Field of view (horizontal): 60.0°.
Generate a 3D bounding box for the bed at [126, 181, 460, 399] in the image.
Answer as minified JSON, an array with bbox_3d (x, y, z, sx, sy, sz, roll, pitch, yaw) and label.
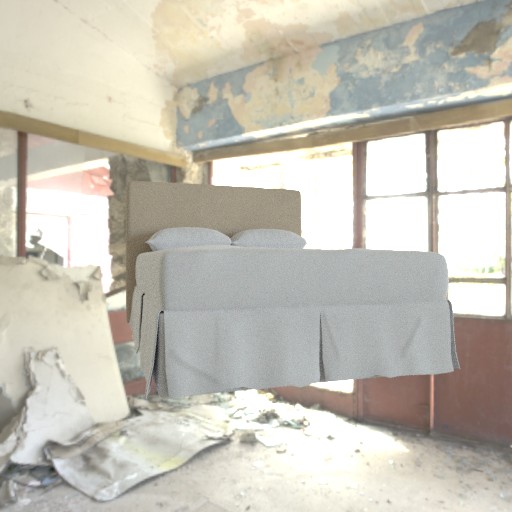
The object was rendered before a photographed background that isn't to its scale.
[{"bbox_3d":[0.000,0.000,3.178,1.723,1.330,2.142,0,0,-18],"label":"bed"}]
